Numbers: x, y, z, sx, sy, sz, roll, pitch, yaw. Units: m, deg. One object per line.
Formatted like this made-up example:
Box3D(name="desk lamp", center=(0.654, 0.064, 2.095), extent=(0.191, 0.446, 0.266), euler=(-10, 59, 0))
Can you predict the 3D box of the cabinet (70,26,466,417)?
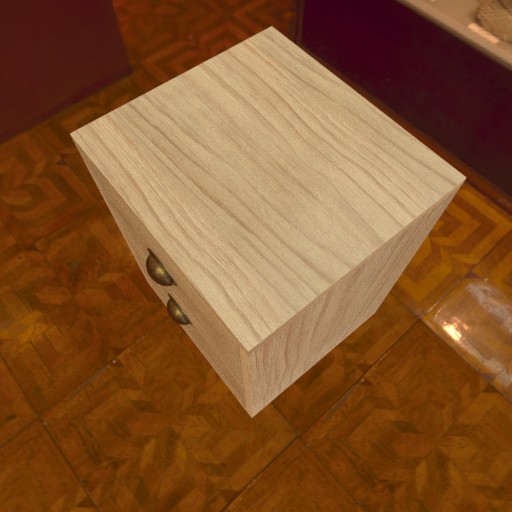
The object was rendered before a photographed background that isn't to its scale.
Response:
Box3D(name="cabinet", center=(0.000, 0.000, 0.869), extent=(0.401, 0.579, 0.409), euler=(-36, 68, -17))
